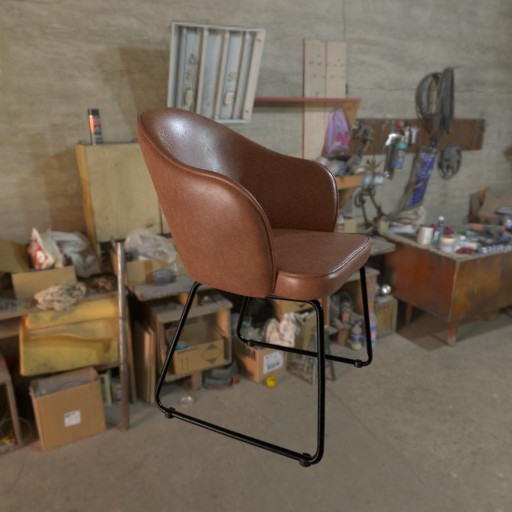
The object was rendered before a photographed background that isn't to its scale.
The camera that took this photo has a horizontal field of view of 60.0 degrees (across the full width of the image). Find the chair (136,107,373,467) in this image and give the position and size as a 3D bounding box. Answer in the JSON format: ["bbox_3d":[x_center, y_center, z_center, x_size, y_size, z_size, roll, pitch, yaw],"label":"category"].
[{"bbox_3d":[0.000,0.000,1.208,0.580,0.785,0.582,7,17,25],"label":"chair"}]
